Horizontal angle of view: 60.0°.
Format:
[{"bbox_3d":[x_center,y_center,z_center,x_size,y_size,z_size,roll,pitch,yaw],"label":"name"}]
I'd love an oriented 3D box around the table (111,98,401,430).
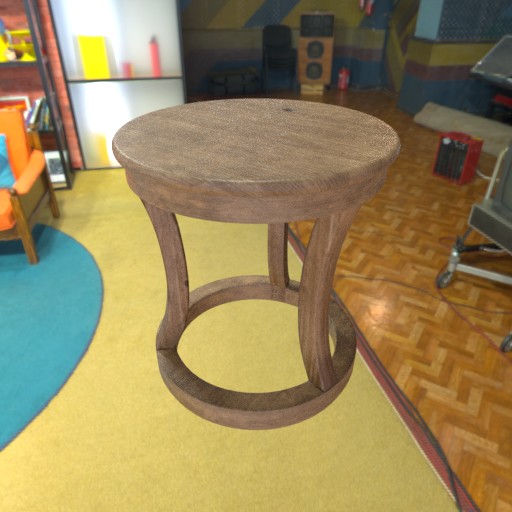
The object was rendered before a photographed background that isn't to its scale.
[{"bbox_3d":[0.000,0.000,0.802,0.432,0.460,0.432,0,32,0],"label":"table"}]
